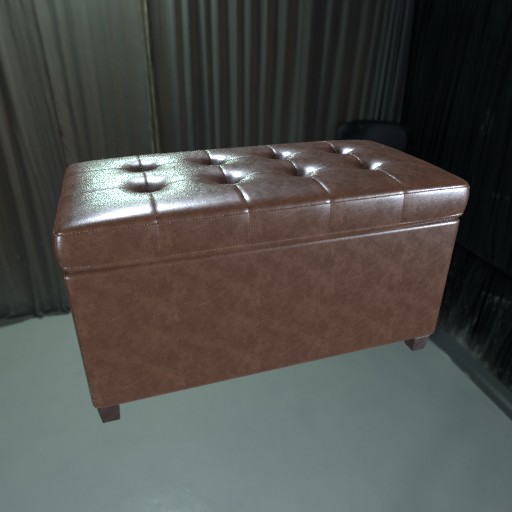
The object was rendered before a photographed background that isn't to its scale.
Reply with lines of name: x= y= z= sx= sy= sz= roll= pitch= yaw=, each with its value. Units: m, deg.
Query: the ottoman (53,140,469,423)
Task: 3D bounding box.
ottoman: x=0.000 y=0.000 z=1.102 sx=0.838 sy=0.470 sz=0.432 roll=-8 pitch=29 yaw=-16
